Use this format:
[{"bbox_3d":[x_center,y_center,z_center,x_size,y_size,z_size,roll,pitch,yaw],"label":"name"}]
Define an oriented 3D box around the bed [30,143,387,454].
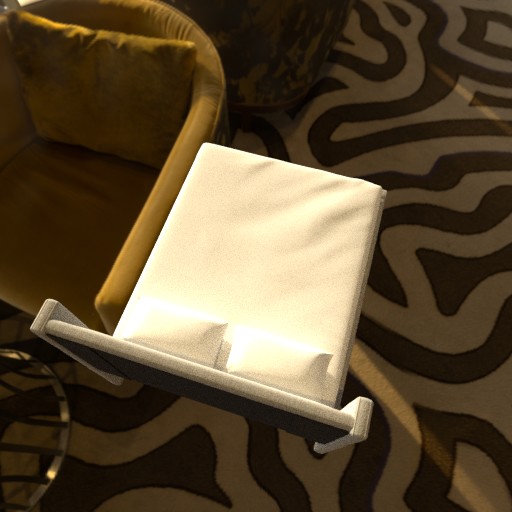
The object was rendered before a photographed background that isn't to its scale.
[{"bbox_3d":[0.000,0.000,3.303,1.774,1.491,2.222,16,65,8],"label":"bed"}]
